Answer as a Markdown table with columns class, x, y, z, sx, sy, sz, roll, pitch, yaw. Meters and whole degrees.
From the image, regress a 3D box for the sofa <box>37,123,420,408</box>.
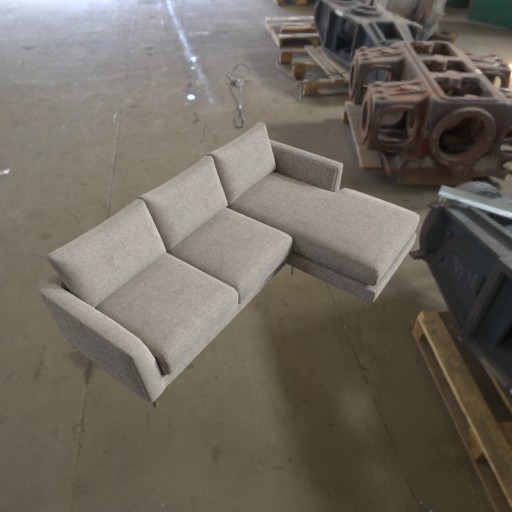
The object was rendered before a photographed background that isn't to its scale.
| class | x | y | z | sx | sy | sz | roll | pitch | yaw |
| --- | --- | --- | --- | --- | --- | --- | --- | --- | --- |
| sofa | 0.000 | 0.000 | 3.194 | 1.626 | 0.864 | 2.438 | 25 | 48 | 26 |
